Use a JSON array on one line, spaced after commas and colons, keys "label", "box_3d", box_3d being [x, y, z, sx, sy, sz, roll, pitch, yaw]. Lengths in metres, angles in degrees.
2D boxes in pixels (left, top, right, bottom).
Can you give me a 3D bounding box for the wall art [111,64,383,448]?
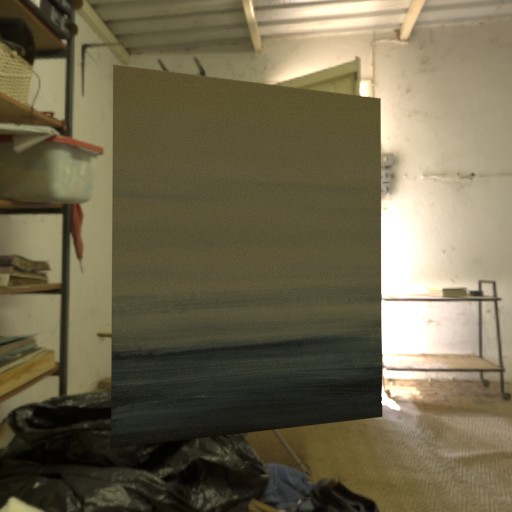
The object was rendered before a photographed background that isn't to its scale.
[{"label": "wall art", "box_3d": [0.000, 0.000, 0.793, 0.489, 0.608, 0.040, 0, -1, -17]}]
